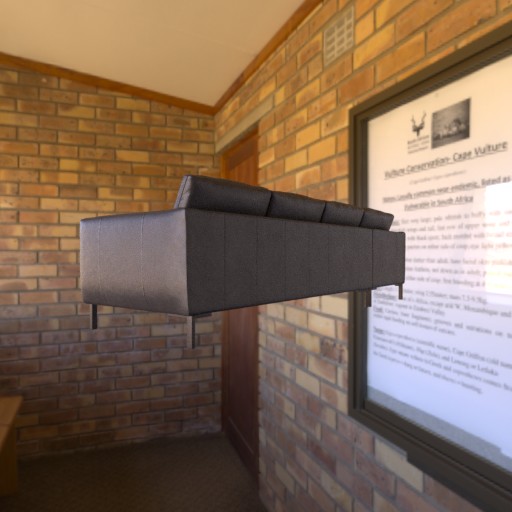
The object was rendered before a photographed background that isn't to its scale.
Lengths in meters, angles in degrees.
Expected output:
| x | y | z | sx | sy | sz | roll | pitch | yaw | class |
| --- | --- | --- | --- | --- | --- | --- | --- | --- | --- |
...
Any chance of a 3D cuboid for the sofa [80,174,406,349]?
| x | y | z | sx | sy | sz | roll | pitch | yaw | class |
| --- | --- | --- | --- | --- | --- | --- | --- | --- | --- |
| 0.000 | 0.000 | 3.637 | 1.471 | 0.859 | 2.993 | 0 | 0 | 37 | sofa |
